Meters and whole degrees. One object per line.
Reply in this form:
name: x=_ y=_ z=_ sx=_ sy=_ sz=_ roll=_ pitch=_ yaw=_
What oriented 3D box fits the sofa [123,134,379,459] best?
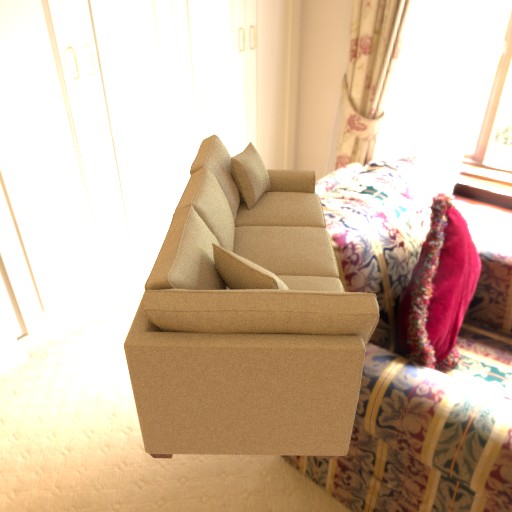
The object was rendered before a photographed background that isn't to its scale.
sofa: x=0.000 y=0.000 z=2.891 sx=1.061 sy=0.962 sz=2.317 roll=1 pitch=32 yaw=1
